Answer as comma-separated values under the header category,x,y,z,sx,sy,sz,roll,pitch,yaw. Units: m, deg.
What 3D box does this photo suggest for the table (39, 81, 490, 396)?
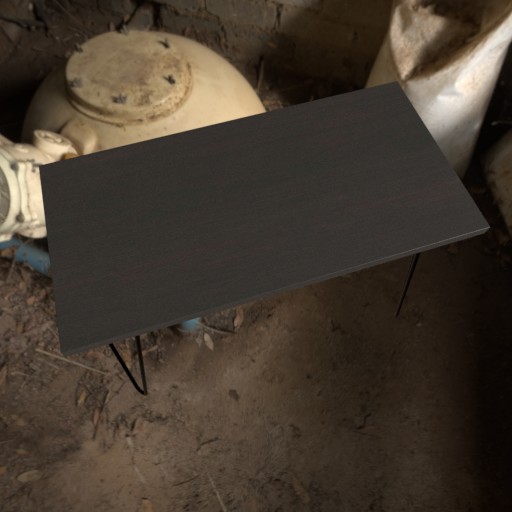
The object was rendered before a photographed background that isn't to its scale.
category,x,y,z,sx,sy,sz,roll,pitch,yaw
table,0.000,0.000,1.371,0.991,0.660,0.499,-16,65,-8
